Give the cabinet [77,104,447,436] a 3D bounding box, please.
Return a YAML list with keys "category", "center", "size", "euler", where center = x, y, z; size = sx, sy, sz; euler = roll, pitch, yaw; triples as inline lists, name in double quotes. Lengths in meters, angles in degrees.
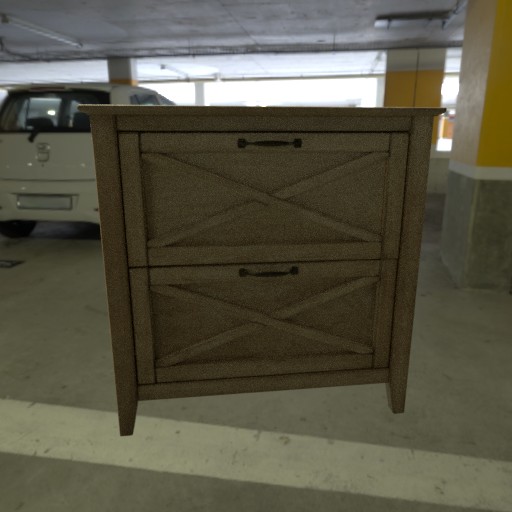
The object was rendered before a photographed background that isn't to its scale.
- category: "cabinet"
  center: [0.000, 0.000, 1.232]
  size: [0.763, 0.762, 0.503]
  euler: [-2, 15, -7]
